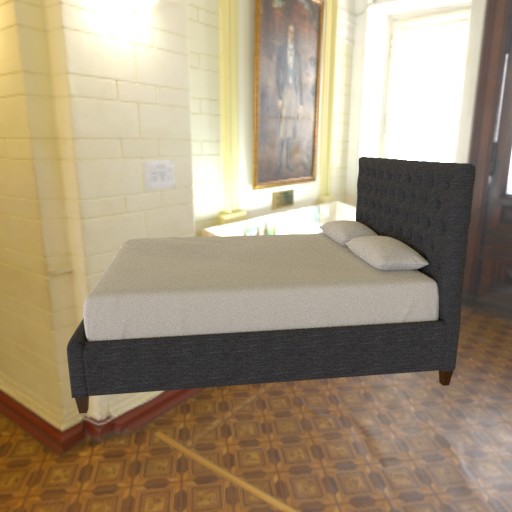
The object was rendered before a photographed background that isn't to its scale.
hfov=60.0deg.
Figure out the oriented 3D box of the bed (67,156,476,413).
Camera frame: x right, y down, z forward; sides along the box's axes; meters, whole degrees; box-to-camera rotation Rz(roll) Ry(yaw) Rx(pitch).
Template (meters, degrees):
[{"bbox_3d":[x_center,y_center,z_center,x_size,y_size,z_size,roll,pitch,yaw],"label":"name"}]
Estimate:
[{"bbox_3d":[0.000,0.000,3.363,2.387,1.427,1.698,-2,14,-8],"label":"bed"}]
